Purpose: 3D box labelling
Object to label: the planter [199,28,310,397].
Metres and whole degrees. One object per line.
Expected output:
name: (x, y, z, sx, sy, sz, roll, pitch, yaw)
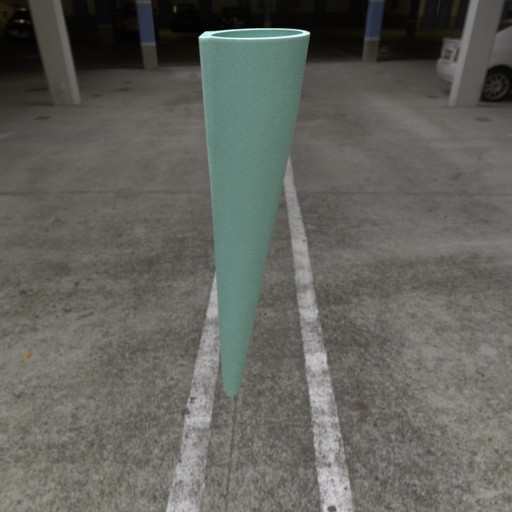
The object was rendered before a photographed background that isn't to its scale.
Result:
planter: (0.000, 0.000, 0.296, 0.055, 0.268, 0.054, 0, 32, 1)
